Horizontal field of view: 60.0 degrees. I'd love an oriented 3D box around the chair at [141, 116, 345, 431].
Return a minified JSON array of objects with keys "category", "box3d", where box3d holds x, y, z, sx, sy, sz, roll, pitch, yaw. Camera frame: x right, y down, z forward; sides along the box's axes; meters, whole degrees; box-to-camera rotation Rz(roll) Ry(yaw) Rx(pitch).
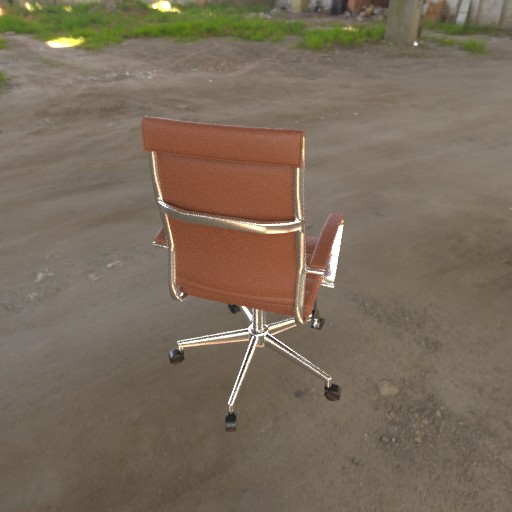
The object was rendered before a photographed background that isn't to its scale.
[{"category":"chair","box3d":[0.000,0.000,1.666,0.766,1.149,0.739,9,33,15]}]
